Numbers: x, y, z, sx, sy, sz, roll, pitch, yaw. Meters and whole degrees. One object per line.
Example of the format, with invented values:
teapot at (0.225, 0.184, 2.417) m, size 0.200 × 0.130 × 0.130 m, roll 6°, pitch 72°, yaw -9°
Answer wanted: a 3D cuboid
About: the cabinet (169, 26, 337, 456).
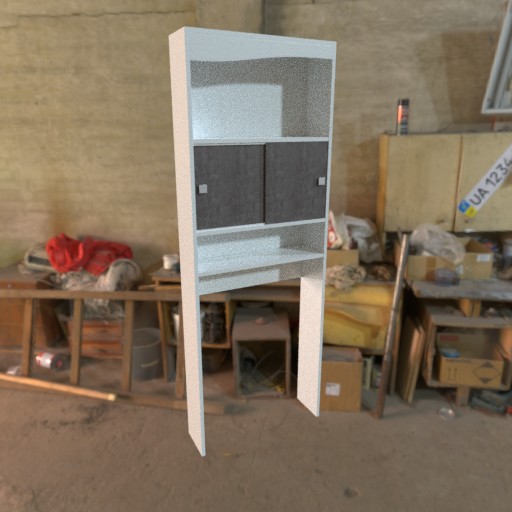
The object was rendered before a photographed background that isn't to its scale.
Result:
cabinet at (0.000, 0.000, 1.983) m, size 0.643 × 1.770 × 0.192 m, roll -8°, pitch 18°, yaw -26°
